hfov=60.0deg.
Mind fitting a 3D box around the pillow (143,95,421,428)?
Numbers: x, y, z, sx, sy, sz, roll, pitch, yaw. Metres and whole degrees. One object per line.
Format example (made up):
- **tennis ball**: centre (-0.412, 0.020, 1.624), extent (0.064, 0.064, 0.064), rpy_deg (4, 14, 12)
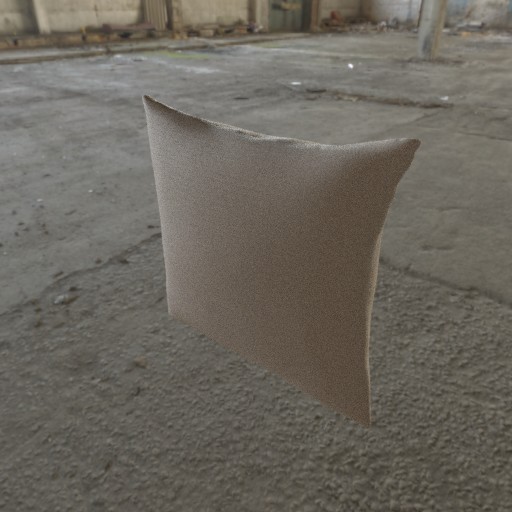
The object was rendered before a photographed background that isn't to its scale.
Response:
- **pillow**: centre (0.000, 0.000, 0.780), extent (0.512, 0.497, 0.204), rpy_deg (22, 36, 33)
